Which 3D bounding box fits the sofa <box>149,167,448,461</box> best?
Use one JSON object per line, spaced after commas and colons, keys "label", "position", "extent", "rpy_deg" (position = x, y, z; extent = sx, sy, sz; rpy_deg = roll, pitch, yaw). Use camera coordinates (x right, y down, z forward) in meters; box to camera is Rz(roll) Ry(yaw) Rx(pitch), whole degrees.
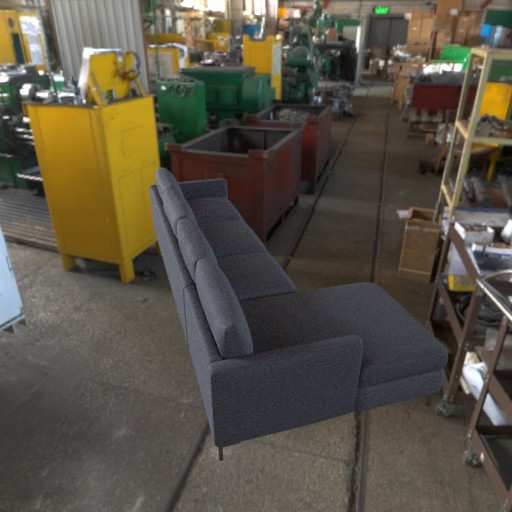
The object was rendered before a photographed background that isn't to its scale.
{"label": "sofa", "position": [0.000, 0.000, 2.916], "extent": [1.125, 0.673, 2.445], "rpy_deg": [-8, 28, -16]}
